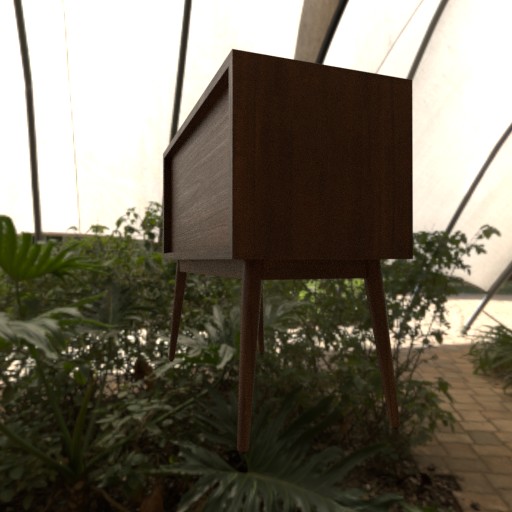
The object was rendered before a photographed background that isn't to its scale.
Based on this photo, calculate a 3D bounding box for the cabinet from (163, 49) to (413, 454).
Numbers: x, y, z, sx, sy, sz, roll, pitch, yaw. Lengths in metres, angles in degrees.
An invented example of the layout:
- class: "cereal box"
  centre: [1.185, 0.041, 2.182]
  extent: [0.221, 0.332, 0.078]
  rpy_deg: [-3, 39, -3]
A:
- class: "cabinet"
  centre: [0.000, 0.000, 1.114]
  extent: [0.354, 0.654, 0.743]
  rpy_deg: [0, -1, -20]
